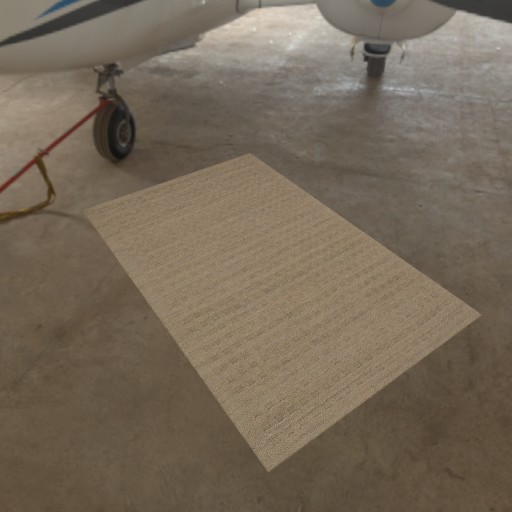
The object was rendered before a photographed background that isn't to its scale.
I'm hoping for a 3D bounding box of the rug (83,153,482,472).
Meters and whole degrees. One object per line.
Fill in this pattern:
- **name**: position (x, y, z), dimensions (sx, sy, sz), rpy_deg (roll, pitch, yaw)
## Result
- **rug**: position (0.000, 0.000, 2.197), dimensions (1.142, 0.006, 1.752), rpy_deg (-25, 47, -26)
